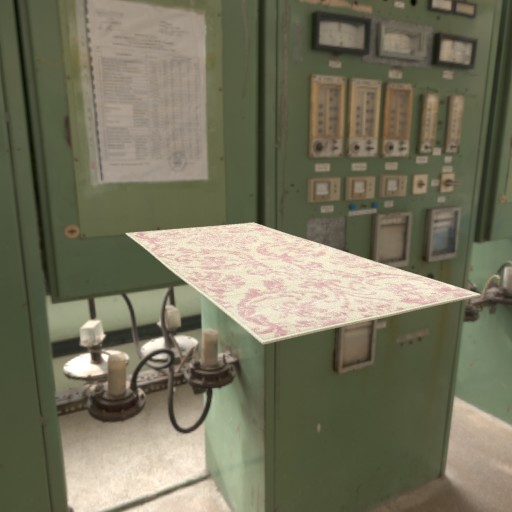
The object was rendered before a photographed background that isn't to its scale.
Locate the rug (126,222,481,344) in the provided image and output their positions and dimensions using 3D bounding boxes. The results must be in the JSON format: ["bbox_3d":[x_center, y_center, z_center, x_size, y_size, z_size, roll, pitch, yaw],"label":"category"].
[{"bbox_3d":[0.000,0.000,1.469,0.604,0.007,1.219,-7,15,-26],"label":"rug"}]
